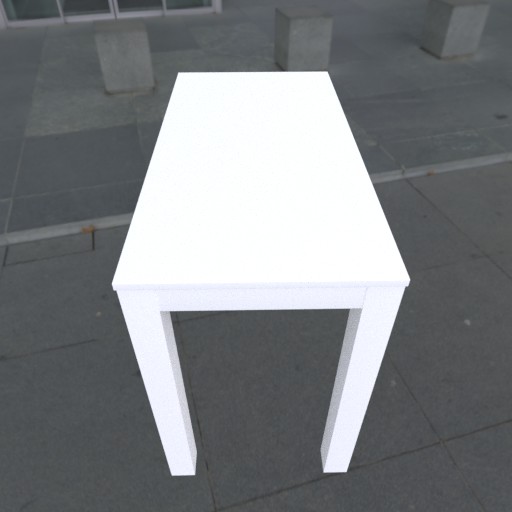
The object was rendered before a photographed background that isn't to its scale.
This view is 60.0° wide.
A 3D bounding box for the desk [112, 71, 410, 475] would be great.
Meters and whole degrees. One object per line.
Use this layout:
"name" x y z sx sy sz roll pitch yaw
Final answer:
"desk" 0.000 0.000 1.360 0.497 0.762 0.990 -1 42 -1
